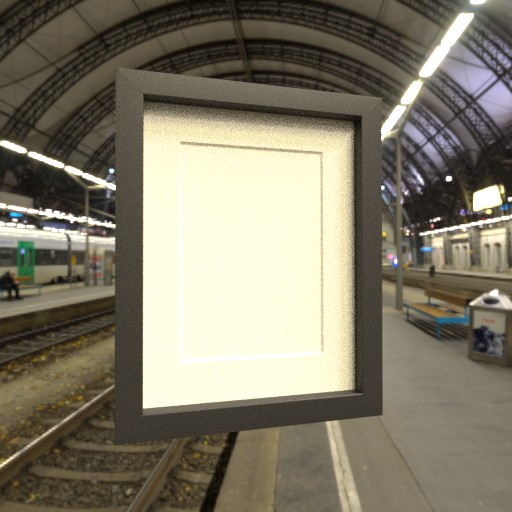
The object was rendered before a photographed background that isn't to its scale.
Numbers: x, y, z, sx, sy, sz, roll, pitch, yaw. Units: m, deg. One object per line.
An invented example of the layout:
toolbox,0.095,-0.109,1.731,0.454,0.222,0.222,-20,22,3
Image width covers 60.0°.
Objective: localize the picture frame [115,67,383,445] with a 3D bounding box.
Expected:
picture frame,0.000,0.000,0.508,0.307,0.383,0.036,0,0,-16
